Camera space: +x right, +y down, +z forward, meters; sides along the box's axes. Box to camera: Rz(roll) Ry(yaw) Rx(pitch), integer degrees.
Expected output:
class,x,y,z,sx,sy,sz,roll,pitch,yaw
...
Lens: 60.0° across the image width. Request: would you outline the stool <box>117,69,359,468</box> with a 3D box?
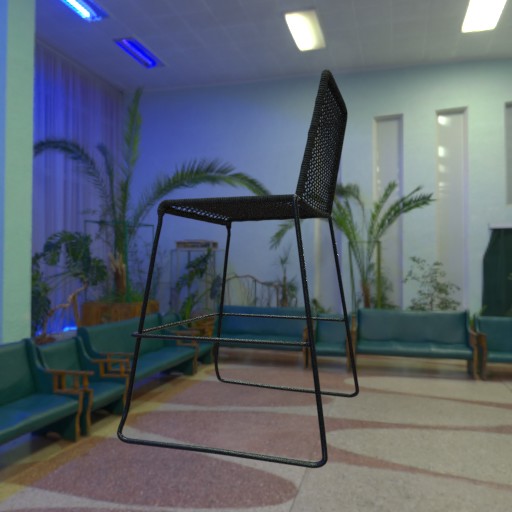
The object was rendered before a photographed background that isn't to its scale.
class,x,y,z,sx,sy,sz,roll,pitch,yaw
stool,0.000,0.000,1.264,0.509,0.905,0.590,0,-1,20
